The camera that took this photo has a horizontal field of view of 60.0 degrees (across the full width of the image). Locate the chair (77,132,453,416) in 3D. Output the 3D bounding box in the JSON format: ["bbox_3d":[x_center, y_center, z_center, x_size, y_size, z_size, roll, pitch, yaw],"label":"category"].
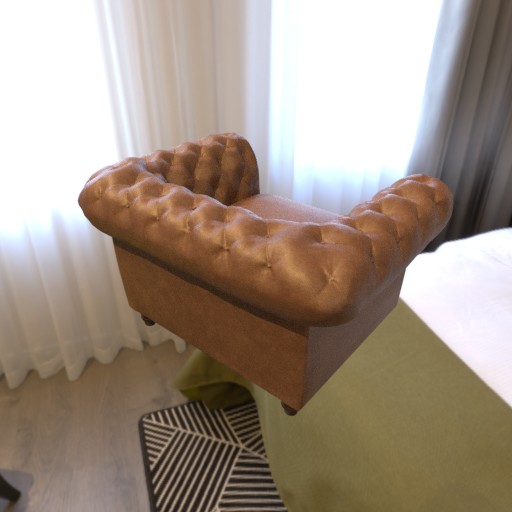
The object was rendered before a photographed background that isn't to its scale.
[{"bbox_3d":[0.000,0.000,1.925,1.298,0.784,0.954,22,37,33],"label":"chair"}]
